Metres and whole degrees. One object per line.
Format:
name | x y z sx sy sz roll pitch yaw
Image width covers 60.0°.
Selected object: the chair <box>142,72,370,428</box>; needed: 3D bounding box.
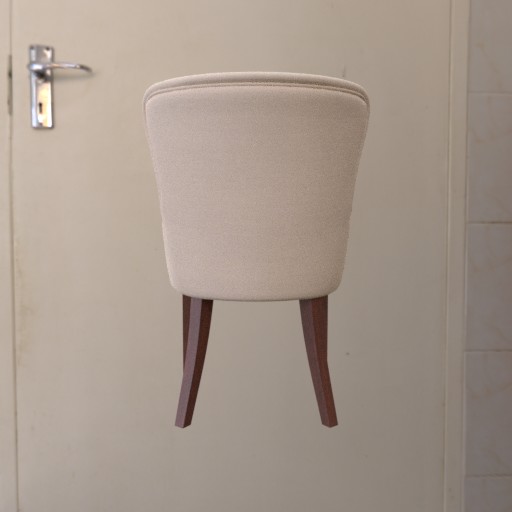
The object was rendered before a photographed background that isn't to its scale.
chair | 0.000 0.000 1.473 0.696 0.990 0.744 0 2 -1
